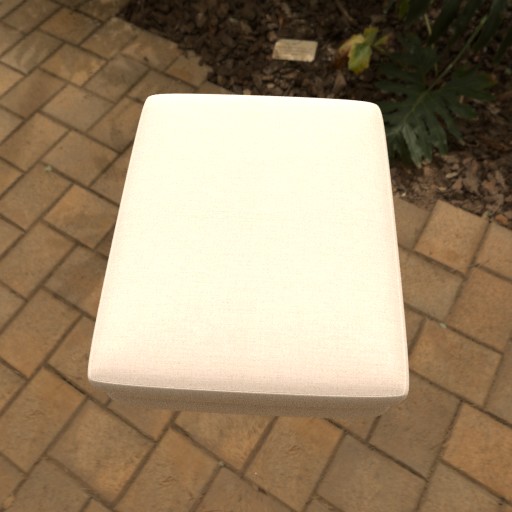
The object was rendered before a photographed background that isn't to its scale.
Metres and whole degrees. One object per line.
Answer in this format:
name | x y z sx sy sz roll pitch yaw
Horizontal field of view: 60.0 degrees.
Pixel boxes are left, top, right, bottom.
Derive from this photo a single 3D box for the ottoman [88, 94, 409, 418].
ottoman | 0.000 0.000 1.185 0.657 0.453 0.794 2 64 1
